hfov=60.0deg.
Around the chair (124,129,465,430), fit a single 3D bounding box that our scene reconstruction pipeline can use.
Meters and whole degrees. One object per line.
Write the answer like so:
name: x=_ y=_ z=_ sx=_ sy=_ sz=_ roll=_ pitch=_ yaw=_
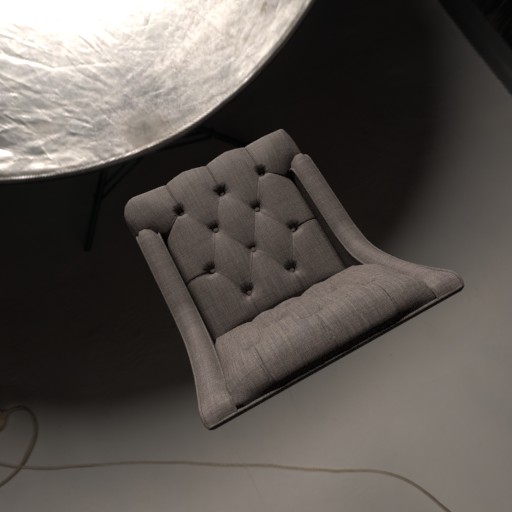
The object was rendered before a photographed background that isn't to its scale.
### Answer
chair: x=0.000 y=0.000 z=1.429 sx=0.655 sy=0.891 sz=0.771 roll=-27 pitch=76 yaw=-7
